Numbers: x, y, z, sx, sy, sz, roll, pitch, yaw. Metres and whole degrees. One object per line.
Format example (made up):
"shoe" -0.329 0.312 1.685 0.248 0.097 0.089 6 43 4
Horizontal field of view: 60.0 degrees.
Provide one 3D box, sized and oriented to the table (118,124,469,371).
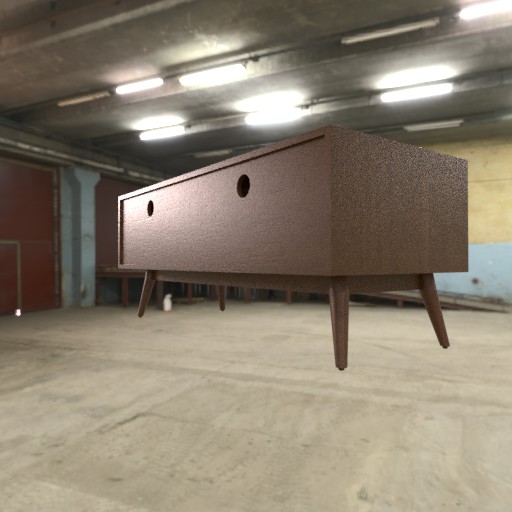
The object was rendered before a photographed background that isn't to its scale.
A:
"table" 0.000 0.000 1.399 0.490 0.464 1.119 1 -1 -36
